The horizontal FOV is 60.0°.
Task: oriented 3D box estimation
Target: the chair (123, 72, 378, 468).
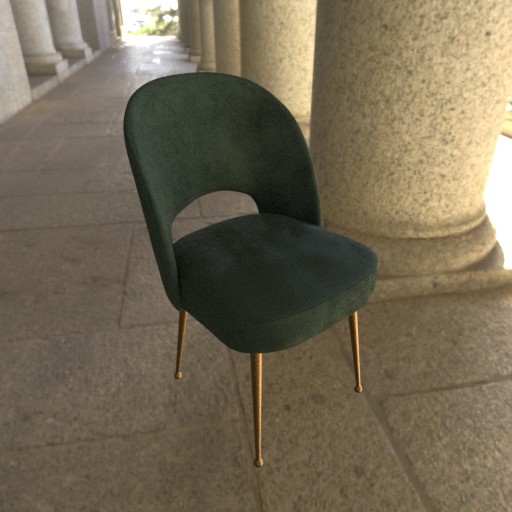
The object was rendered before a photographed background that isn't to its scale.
[{"bbox_3d":[0.000,0.000,1.188,0.527,0.860,0.577,-22,36,-34],"label":"chair"}]
